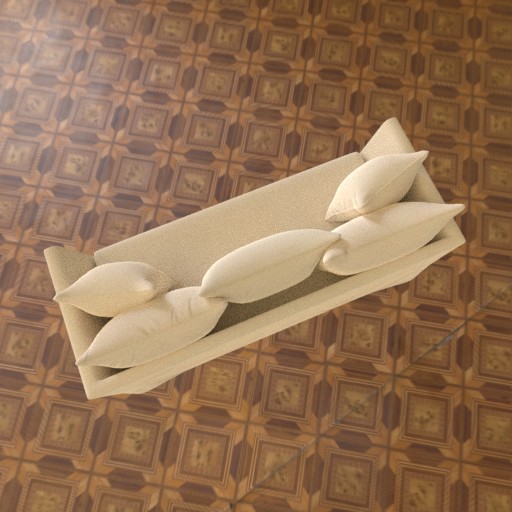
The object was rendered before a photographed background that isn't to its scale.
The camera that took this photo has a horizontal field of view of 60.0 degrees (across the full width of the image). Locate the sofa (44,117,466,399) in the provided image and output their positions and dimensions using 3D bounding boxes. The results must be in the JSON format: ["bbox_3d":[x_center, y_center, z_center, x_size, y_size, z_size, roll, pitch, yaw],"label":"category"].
[{"bbox_3d":[0.000,0.000,2.989,2.484,1.042,1.030,-22,76,-6],"label":"sofa"}]
